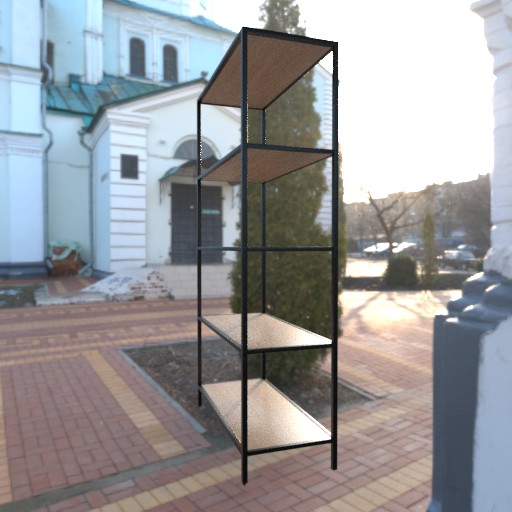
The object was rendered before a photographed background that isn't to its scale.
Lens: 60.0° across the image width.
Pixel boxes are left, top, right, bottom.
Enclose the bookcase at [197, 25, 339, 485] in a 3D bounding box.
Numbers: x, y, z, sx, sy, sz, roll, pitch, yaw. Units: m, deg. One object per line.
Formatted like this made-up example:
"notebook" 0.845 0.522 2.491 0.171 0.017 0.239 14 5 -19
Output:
"bookcase" 0.000 0.000 1.861 0.350 1.500 0.770 0 1 -19
